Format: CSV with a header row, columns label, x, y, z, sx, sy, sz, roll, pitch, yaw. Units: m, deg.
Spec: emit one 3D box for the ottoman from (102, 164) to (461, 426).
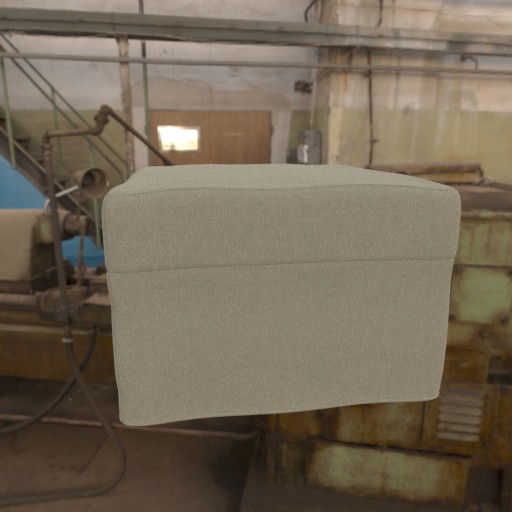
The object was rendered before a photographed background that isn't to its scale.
label,x,y,z,sx,sy,sz,roll,pitch,yaw
ottoman,0.000,0.000,1.192,0.648,0.461,0.833,-2,14,-8
